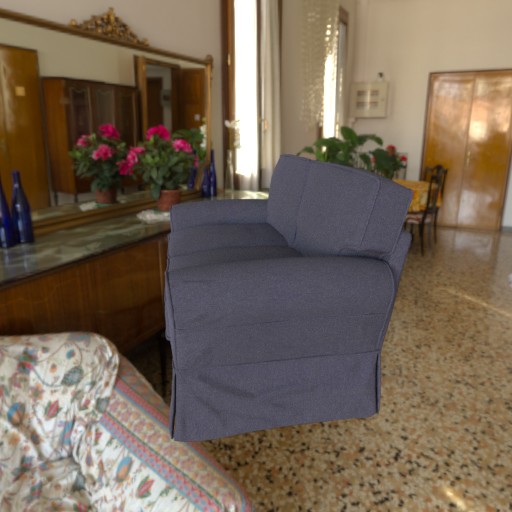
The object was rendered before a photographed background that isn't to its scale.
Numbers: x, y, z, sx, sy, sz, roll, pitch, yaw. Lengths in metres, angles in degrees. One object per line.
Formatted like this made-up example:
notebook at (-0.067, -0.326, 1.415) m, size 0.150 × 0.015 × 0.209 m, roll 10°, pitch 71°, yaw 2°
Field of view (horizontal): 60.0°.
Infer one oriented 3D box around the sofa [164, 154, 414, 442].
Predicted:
sofa at (0.000, 0.000, 2.482) m, size 0.997 × 1.059 × 1.801 m, roll -3°, pitch 16°, yaw -10°
